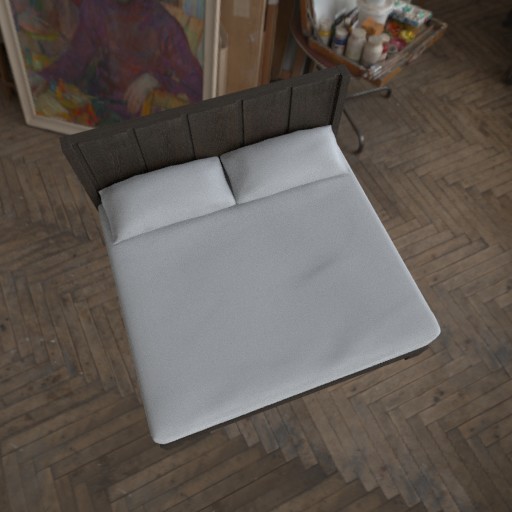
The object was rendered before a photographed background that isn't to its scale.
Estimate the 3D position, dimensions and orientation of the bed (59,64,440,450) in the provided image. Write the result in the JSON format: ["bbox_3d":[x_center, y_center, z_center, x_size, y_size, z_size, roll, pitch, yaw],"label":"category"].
[{"bbox_3d":[0.000,0.000,3.328,2.134,1.270,2.012,-18,65,-9],"label":"bed"}]
